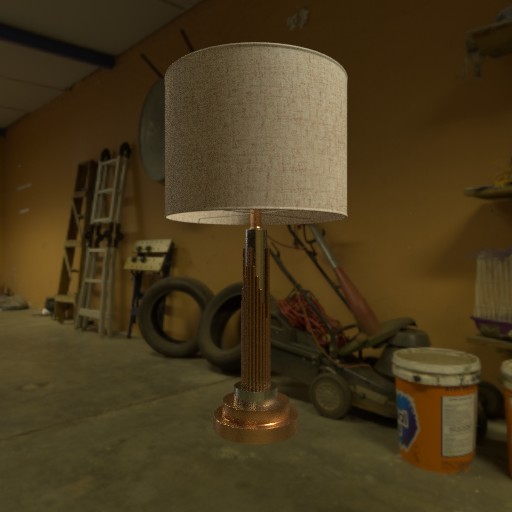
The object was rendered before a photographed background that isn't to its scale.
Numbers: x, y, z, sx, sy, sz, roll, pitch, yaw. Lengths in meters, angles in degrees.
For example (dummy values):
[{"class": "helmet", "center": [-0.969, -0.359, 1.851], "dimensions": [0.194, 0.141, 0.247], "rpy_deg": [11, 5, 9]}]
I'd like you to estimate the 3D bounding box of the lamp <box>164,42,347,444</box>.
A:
[{"class": "lamp", "center": [0.000, 0.000, 0.794], "dimensions": [0.321, 0.610, 0.321], "rpy_deg": [0, 0, 0]}]
